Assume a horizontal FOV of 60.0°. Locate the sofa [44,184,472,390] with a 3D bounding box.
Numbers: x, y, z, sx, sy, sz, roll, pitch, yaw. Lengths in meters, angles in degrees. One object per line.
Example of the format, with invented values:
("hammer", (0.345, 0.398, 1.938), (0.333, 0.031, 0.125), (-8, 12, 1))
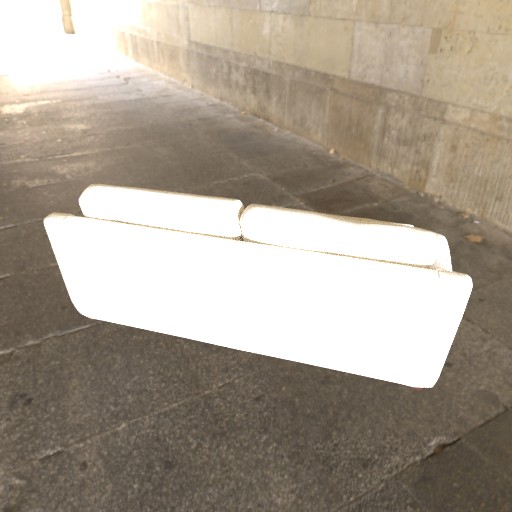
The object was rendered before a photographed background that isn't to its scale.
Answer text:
("sofa", (0.000, 0.000, 3.000), (2.470, 1.022, 1.009), (9, 33, 14))
